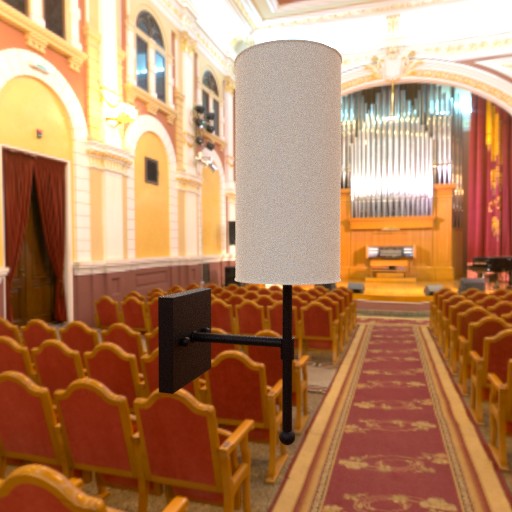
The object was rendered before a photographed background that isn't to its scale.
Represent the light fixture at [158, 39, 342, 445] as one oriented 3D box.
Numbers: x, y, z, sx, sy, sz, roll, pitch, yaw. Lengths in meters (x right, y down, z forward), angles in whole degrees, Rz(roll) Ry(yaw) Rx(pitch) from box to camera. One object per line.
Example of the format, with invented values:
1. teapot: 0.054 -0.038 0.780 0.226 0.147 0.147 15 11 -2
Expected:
1. light fixture: 0.000 0.000 0.549 0.208 0.462 0.128 0 2 18
